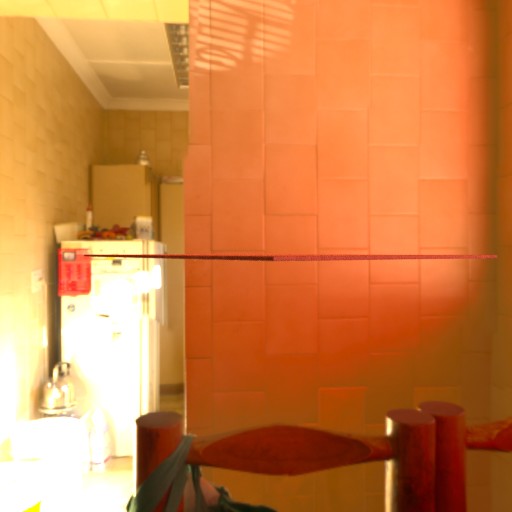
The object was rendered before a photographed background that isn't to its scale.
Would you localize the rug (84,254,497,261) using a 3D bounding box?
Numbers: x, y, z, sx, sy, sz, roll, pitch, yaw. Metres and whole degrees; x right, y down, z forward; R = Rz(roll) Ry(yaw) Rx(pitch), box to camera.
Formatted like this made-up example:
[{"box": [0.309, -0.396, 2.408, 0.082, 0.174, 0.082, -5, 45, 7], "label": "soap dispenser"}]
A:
[{"box": [0.000, 0.000, 2.273, 1.219, 0.014, 1.829, 0, 0, -36], "label": "rug"}]
